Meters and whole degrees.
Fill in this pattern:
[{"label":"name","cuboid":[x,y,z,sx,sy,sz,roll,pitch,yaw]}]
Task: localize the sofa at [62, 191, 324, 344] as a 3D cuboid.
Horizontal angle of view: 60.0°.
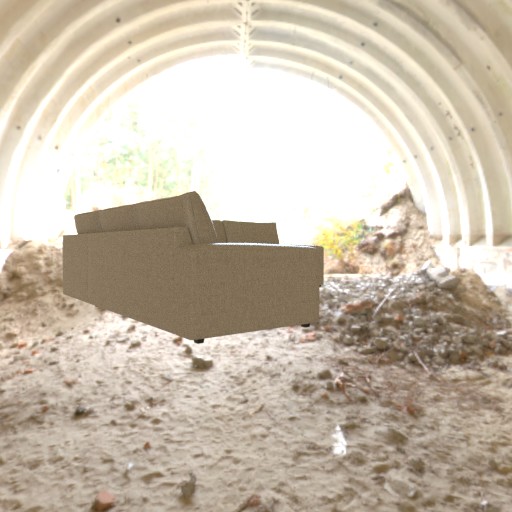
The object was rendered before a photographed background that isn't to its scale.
[{"label":"sofa","cuboid":[0.000,0.000,4.046,2.742,0.800,2.622,-1,2,-37]}]
